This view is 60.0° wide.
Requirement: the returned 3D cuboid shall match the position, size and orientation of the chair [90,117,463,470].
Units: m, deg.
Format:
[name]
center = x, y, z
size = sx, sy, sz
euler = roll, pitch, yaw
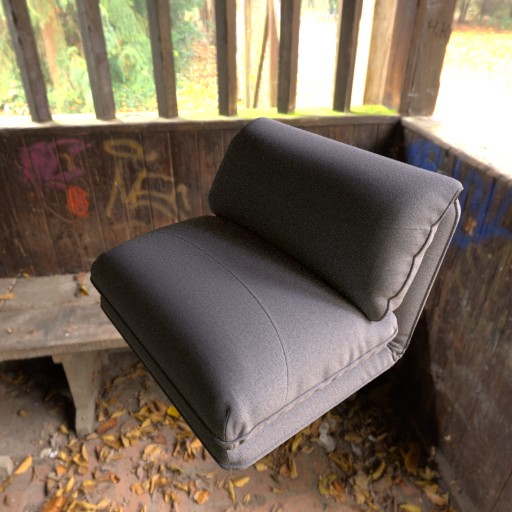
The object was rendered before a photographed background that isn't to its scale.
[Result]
[chair]
center = 0.000, 0.000, 1.301
size = 0.780, 0.580, 0.820
euler = -22, 38, -31
